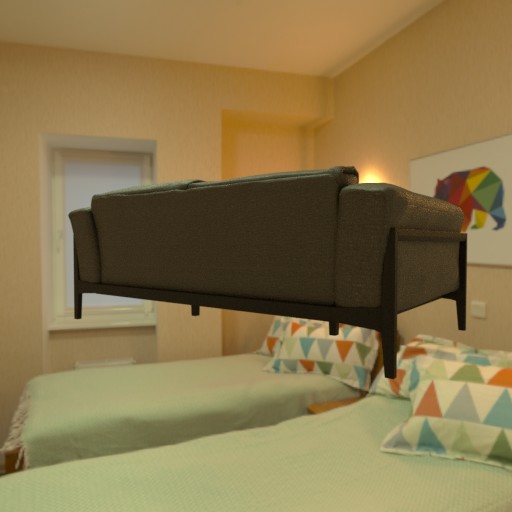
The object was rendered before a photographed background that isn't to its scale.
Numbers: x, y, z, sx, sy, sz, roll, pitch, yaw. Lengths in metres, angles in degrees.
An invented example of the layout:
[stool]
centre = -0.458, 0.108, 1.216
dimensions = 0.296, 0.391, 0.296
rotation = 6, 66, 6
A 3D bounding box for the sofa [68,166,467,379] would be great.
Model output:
[sofa]
centre = 0.000, 0.000, 2.114
dimensions = 1.690, 0.656, 0.960
rotation = 1, 2, 37
